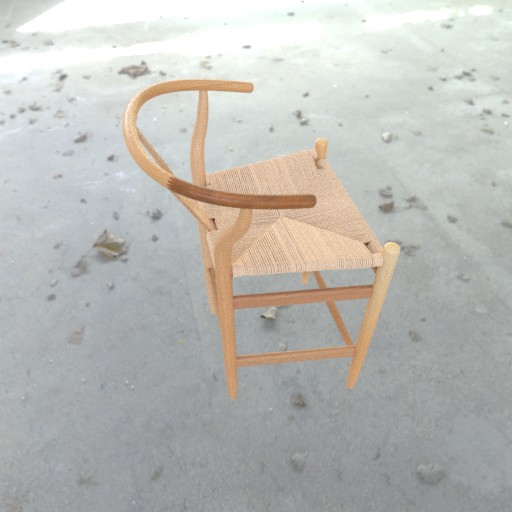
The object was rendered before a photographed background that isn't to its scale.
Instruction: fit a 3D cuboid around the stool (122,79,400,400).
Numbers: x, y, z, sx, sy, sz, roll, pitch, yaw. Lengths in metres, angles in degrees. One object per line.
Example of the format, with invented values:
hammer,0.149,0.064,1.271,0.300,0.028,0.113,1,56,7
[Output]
stool,0.000,0.000,1.296,0.575,0.923,0.536,-10,46,-10
